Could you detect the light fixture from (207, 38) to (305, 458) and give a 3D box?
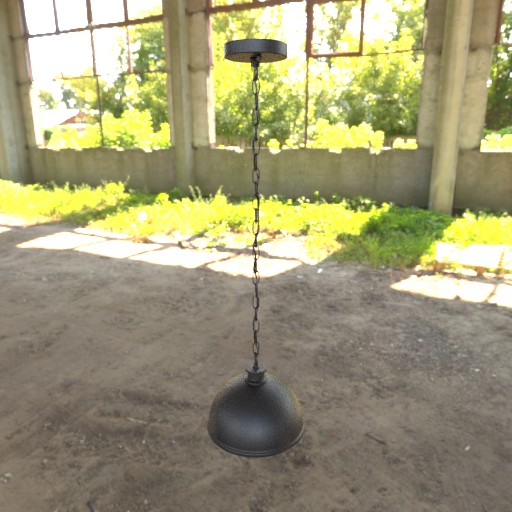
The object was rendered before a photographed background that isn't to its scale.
[{"bbox_3d":[0.000,0.000,1.248,0.304,1.090,0.304,-2,15,-8],"label":"light fixture"}]
